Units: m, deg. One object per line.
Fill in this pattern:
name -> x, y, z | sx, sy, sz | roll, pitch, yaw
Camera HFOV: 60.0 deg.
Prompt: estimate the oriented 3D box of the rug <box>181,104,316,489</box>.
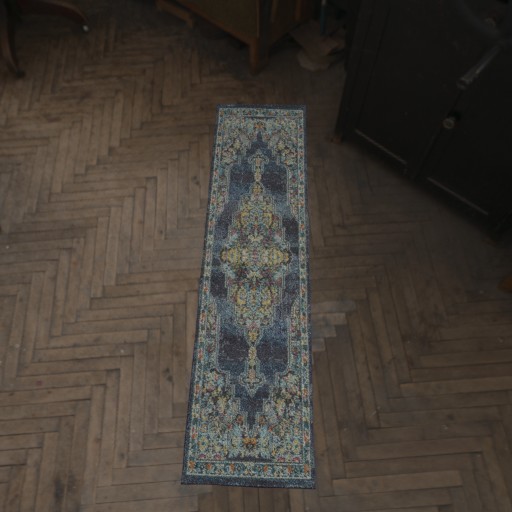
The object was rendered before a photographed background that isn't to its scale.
rug -> 0.000, 0.000, 2.465 | 0.602, 0.016, 2.283 | 2, 63, 1
